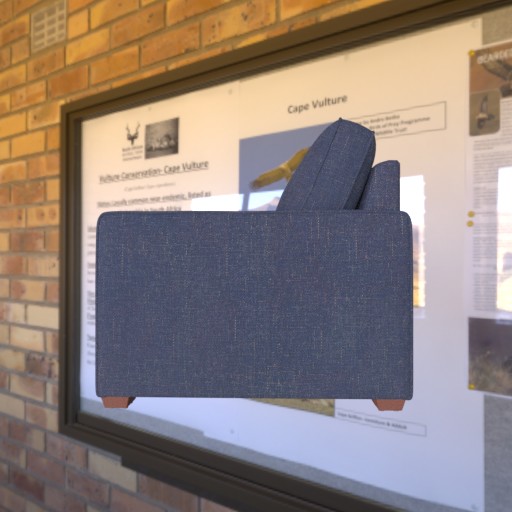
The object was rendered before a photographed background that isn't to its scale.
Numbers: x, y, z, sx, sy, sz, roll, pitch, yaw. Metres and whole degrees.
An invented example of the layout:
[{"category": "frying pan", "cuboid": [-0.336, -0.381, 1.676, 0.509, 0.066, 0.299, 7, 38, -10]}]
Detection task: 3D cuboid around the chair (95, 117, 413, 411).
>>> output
[{"category": "chair", "cuboid": [0.000, 0.000, 1.772, 0.940, 0.919, 1.017, 0, 0, 2]}]
